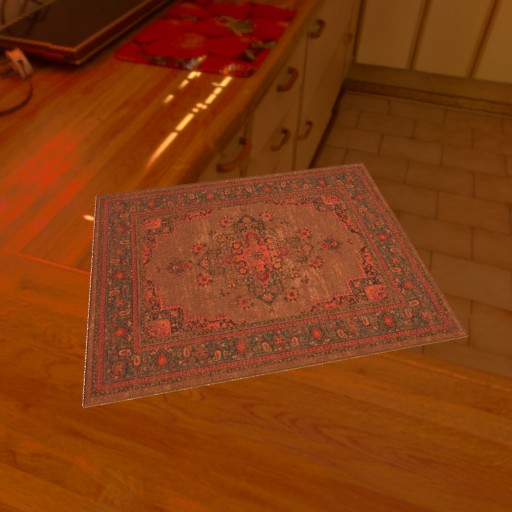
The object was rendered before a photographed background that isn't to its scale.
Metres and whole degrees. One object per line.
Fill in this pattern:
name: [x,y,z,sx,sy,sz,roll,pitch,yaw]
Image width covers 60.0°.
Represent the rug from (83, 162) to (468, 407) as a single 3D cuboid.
rug: [0.000,0.000,4.218,3.057,0.013,2.434,-8,48,-8]
